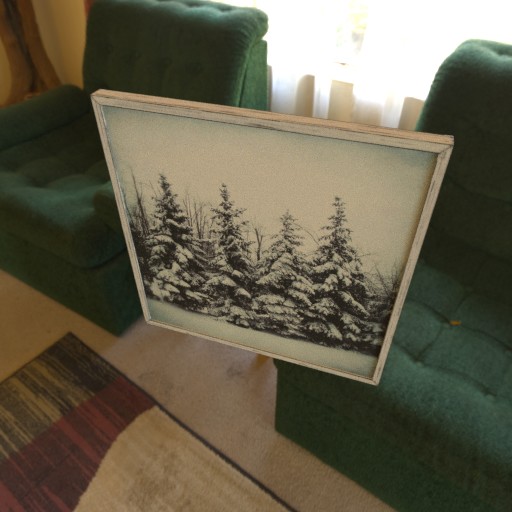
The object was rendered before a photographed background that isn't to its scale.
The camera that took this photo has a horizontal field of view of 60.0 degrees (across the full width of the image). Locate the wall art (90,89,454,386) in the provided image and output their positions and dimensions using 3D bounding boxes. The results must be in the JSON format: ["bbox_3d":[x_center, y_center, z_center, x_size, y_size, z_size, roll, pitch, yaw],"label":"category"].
[{"bbox_3d":[0.000,0.000,1.147,0.761,0.761,0.037,12,42,14],"label":"wall art"}]
